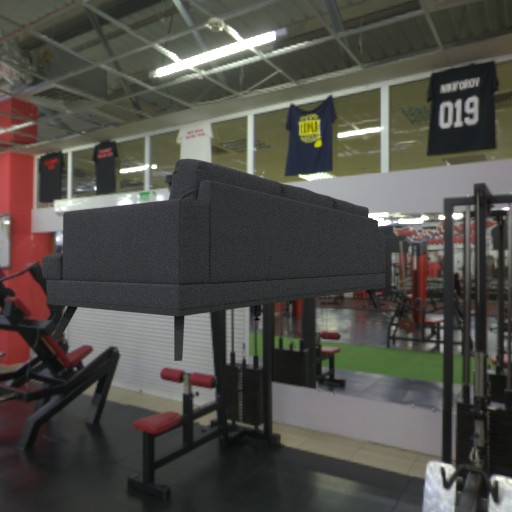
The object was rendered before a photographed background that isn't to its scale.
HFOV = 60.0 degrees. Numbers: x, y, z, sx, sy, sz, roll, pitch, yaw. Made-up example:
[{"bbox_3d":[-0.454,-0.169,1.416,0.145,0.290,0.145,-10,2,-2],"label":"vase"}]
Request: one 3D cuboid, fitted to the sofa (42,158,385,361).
[{"bbox_3d":[0.000,0.000,2.801,0.920,0.810,2.310,-1,-1,34],"label":"sofa"}]
